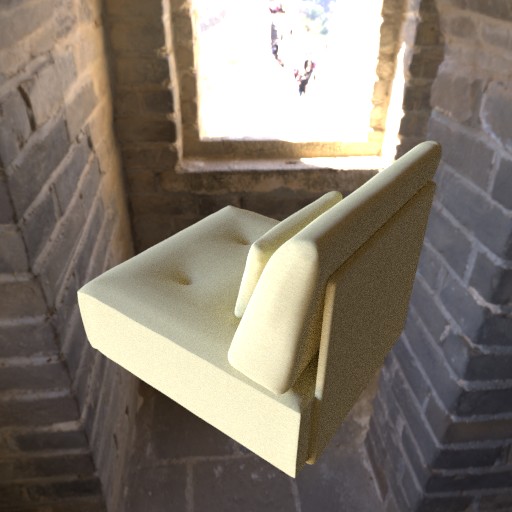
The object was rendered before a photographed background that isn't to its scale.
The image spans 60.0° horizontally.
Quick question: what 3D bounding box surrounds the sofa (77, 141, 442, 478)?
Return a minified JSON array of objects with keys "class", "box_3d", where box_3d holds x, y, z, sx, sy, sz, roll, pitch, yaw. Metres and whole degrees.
[{"class":"sofa","box_3d":[0.000,0.000,1.665,1.000,0.820,0.930,21,37,30]}]
